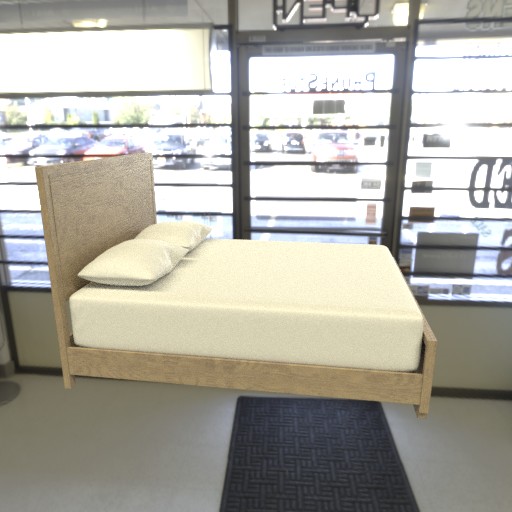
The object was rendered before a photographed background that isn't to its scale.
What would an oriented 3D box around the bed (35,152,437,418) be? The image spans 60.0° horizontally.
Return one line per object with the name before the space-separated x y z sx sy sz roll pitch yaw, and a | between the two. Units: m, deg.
bed | 0.000 0.000 3.204 2.189 1.369 1.606 2 16 8
